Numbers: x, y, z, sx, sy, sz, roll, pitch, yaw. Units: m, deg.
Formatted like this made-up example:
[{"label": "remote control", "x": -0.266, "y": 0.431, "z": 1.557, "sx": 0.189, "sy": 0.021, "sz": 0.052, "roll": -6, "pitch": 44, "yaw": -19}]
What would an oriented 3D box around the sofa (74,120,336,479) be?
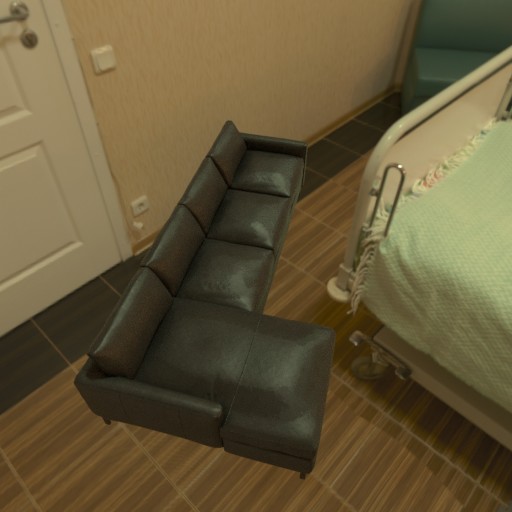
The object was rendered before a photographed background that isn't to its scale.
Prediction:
[{"label": "sofa", "x": 0.000, "y": 0.000, "z": 3.634, "sx": 1.471, "sy": 0.859, "sz": 2.993, "roll": 10, "pitch": 47, "yaw": 10}]
